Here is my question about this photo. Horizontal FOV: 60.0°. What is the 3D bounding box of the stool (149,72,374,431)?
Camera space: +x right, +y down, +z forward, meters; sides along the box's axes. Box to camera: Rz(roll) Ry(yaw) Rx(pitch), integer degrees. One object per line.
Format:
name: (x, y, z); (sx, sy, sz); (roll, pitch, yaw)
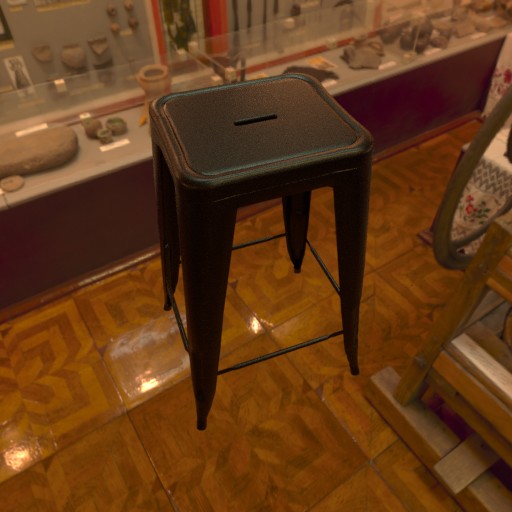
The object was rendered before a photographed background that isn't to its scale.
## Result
stool: (0.000, 0.000, 0.889); (0.455, 0.609, 0.423); (-24, 52, -21)
